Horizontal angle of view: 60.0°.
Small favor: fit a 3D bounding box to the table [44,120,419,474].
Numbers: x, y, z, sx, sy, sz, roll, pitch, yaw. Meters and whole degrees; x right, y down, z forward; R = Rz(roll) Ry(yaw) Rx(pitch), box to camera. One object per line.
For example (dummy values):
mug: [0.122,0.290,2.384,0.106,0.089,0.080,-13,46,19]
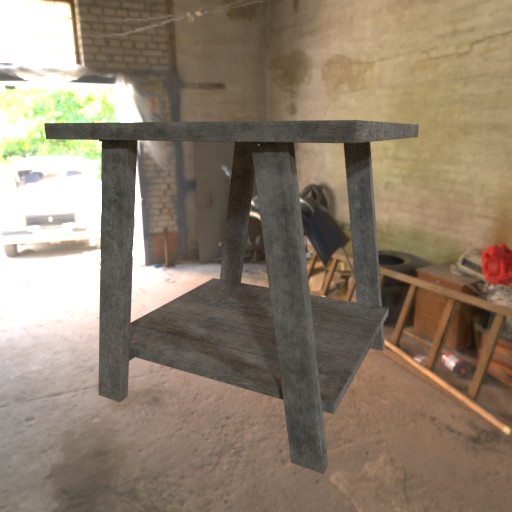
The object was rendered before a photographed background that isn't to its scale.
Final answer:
table: [0.000,0.000,1.067,0.610,0.610,0.610,8,18,26]
